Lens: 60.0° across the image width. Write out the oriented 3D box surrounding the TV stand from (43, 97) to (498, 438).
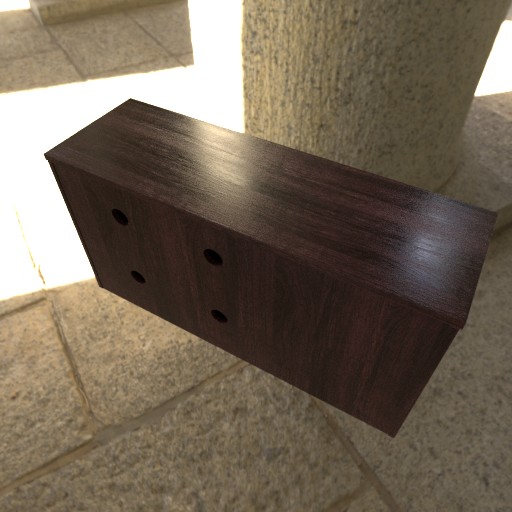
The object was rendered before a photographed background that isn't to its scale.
[{"bbox_3d":[0.000,0.000,1.428,1.192,0.614,0.404,23,51,20],"label":"TV stand"}]
